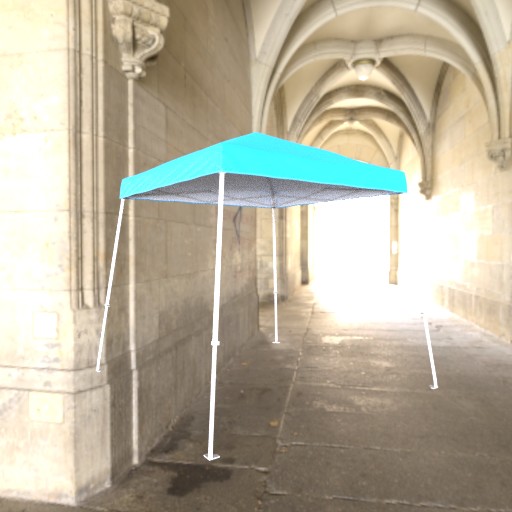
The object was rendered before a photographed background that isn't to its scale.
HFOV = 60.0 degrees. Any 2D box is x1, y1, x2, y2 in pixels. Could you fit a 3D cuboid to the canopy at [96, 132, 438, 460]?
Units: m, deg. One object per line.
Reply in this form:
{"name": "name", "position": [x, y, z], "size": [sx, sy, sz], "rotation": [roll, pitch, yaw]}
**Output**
{"name": "canopy", "position": [0.000, 0.000, 5.132], "size": [2.848, 2.849, 2.849], "rotation": [-1, 1, -35]}
